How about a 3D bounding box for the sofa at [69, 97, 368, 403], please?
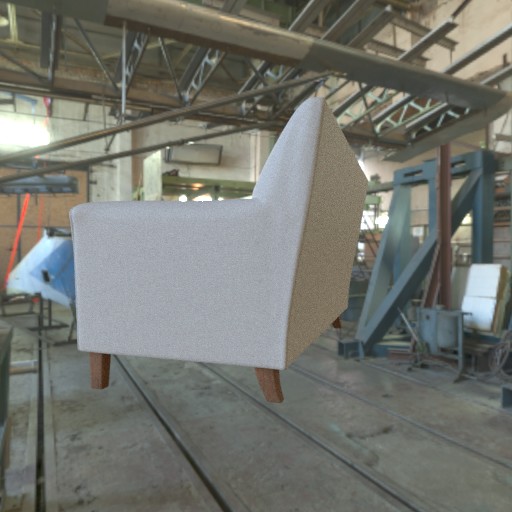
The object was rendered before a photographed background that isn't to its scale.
[{"bbox_3d":[0.000,0.000,2.031,0.888,0.890,1.482,0,1,19],"label":"sofa"}]
